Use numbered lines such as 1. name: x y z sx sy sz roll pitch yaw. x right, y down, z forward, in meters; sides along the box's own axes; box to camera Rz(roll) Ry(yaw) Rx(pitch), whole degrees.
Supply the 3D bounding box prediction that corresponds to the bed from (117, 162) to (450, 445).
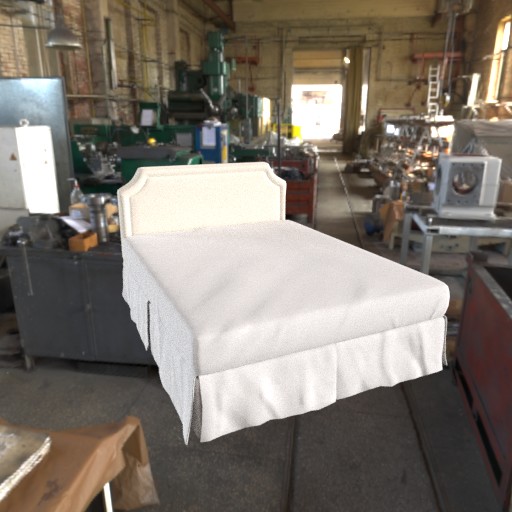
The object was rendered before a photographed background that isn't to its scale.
1. bed: 0.000 0.000 3.700 1.977 1.293 2.498 -8 19 -24
